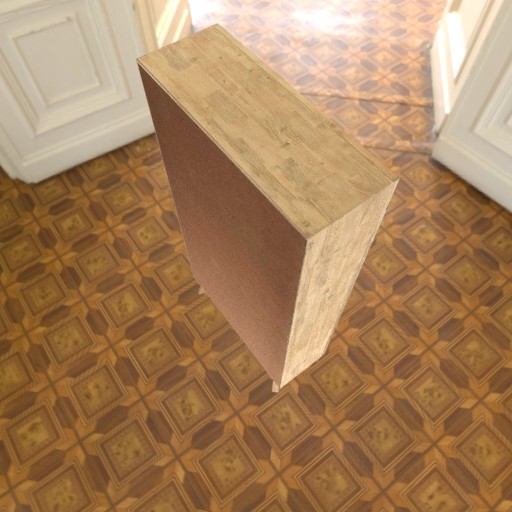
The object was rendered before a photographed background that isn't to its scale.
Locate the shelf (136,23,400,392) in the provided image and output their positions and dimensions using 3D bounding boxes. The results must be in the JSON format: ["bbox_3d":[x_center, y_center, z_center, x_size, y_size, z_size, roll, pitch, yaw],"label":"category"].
[{"bbox_3d":[0.000,0.000,1.774,0.308,1.471,0.748,-33,65,-18],"label":"shelf"}]
